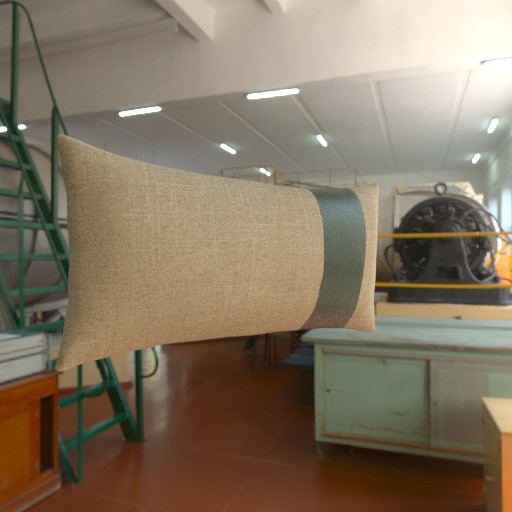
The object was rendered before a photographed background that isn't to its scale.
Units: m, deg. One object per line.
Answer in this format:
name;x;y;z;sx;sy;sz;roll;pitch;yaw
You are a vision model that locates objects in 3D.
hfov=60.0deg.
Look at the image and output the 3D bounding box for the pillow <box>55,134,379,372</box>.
pillow;0.000;0.000;1.026;0.859;0.429;0.197;0;-1;-35
